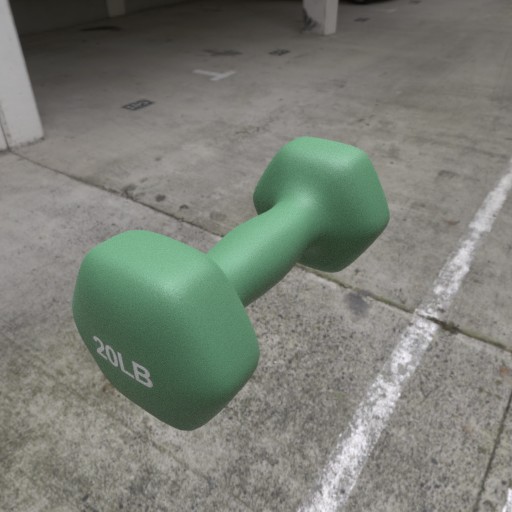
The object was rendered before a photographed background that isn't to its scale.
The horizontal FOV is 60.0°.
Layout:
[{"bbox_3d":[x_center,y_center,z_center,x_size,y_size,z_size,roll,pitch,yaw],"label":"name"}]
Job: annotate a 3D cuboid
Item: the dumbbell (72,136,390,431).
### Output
[{"bbox_3d":[0.000,0.000,0.329,0.126,0.114,0.257,22,39,29],"label":"dumbbell"}]
